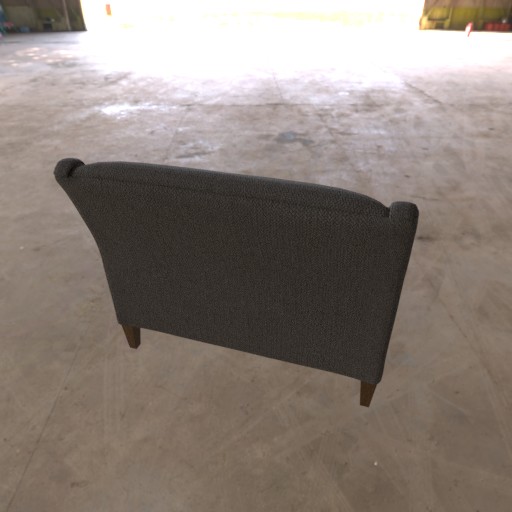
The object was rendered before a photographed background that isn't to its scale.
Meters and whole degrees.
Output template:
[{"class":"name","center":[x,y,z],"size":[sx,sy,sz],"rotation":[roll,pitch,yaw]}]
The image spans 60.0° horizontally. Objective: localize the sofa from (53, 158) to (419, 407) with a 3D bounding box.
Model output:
[{"class":"sofa","center":[0.000,0.000,1.972],"size":[1.242,1.022,0.873],"rotation":[10,33,16]}]
